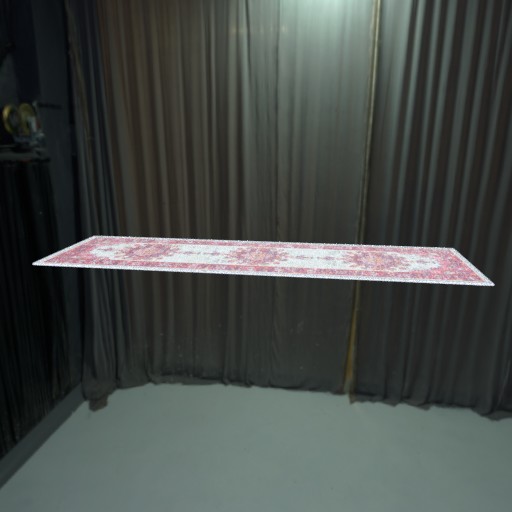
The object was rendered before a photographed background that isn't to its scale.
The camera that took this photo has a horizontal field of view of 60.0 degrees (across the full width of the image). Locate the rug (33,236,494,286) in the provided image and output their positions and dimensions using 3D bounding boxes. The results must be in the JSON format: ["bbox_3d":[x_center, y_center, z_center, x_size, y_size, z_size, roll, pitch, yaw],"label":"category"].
[{"bbox_3d":[0.000,0.000,2.490,2.294,0.011,0.666,2,16,8],"label":"rug"}]
